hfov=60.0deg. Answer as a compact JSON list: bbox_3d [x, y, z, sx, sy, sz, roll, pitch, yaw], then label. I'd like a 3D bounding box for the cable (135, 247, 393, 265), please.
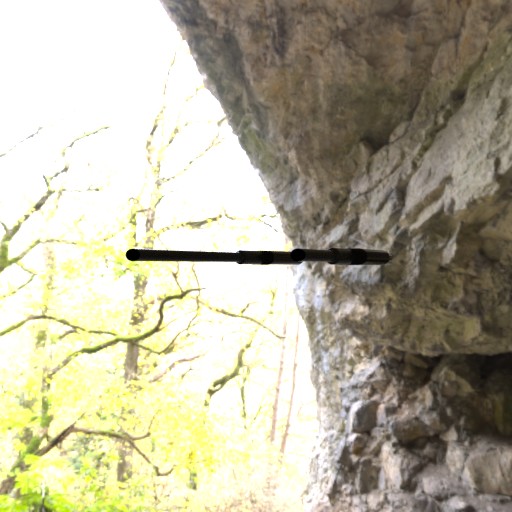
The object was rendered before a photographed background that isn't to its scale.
[{"bbox_3d":[0.000,0.000,0.112,0.041,0.005,0.098,-1,-1,35],"label":"cable"}]
